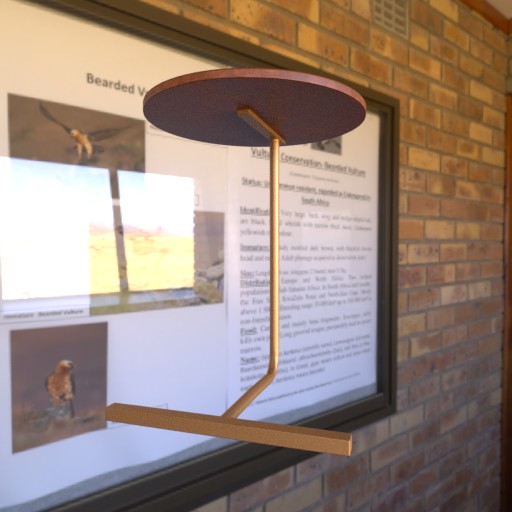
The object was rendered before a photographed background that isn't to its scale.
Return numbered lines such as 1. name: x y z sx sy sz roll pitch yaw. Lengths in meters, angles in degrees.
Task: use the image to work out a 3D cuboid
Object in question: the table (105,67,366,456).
1. table: 0.000 0.000 1.109 0.530 0.706 0.577 0 1 18
